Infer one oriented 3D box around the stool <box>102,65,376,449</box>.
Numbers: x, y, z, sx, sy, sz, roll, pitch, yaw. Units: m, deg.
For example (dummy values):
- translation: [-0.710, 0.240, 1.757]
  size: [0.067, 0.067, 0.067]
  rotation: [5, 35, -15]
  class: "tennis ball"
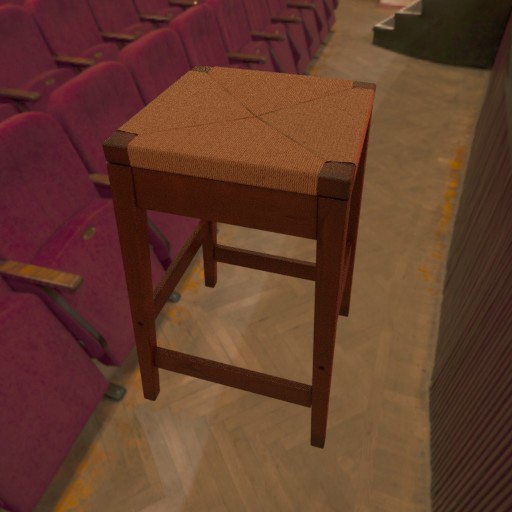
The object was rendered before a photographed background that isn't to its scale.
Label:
- translation: [0.000, 0.000, 1.114]
  size: [0.507, 0.762, 0.497]
  rotation: [11, 42, 12]
  class: "stool"
